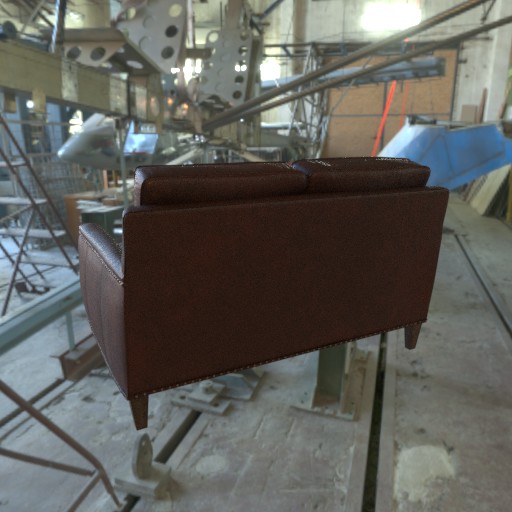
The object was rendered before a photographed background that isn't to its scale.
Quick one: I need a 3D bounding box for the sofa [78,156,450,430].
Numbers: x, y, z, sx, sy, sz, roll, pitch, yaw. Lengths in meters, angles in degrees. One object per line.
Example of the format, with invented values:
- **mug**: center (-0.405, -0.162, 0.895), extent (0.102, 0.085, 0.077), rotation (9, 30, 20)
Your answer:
- **sofa**: center (0.000, 0.000, 2.271), extent (1.628, 1.003, 1.083), rotation (-8, 17, -27)
